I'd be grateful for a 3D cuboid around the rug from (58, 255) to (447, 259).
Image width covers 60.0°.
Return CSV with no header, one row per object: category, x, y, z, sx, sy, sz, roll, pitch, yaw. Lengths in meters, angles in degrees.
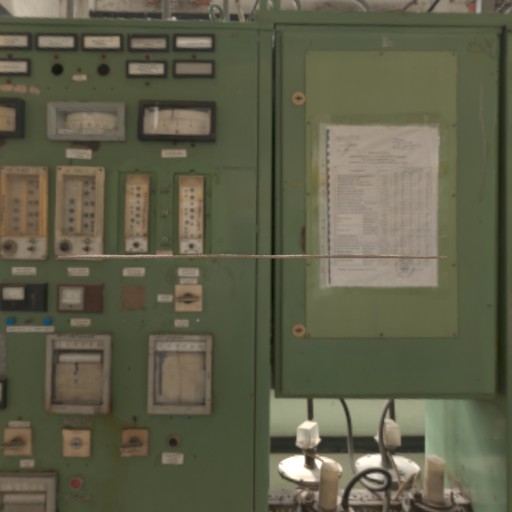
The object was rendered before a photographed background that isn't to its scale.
rug,0.000,0.000,2.301,1.220,0.013,1.829,0,0,1
